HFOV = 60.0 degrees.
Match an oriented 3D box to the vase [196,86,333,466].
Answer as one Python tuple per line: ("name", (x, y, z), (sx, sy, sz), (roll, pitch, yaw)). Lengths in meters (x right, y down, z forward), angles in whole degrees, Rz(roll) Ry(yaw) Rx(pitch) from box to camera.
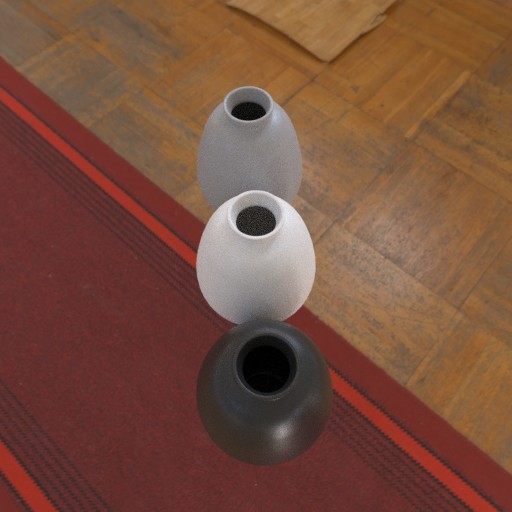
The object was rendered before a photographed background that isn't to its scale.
("vase", (0.000, 0.000, 0.348), (0.097, 0.122, 0.297), (-3, 63, -2))
